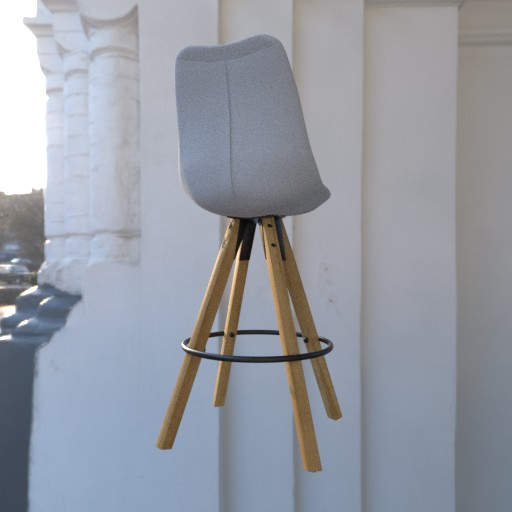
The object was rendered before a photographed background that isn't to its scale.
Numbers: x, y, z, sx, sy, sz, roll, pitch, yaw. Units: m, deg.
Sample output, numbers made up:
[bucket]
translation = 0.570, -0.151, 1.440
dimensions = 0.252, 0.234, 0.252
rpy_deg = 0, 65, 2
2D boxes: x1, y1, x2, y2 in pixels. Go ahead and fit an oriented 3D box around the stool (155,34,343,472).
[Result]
[stool]
translation = 0.000, 0.000, 1.396
dimensions = 0.484, 1.115, 0.550
rpy_deg = 0, -1, 18
